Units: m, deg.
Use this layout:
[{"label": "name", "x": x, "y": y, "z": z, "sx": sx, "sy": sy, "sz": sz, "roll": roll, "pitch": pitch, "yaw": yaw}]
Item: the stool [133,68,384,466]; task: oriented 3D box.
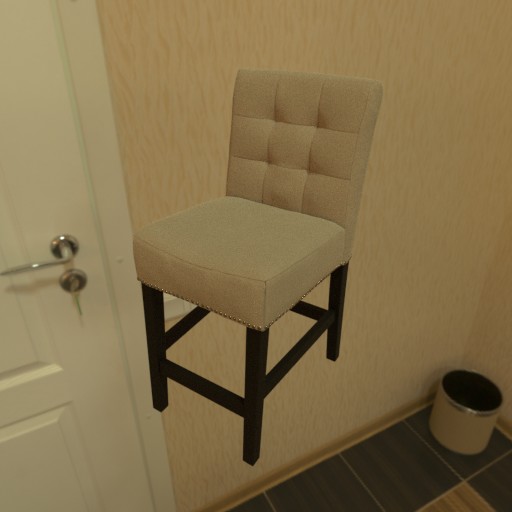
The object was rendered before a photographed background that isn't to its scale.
[{"label": "stool", "x": 0.000, "y": 0.000, "z": 1.218, "sx": 0.427, "sy": 0.885, "sz": 0.571, "roll": 18, "pitch": 35, "yaw": 28}]
